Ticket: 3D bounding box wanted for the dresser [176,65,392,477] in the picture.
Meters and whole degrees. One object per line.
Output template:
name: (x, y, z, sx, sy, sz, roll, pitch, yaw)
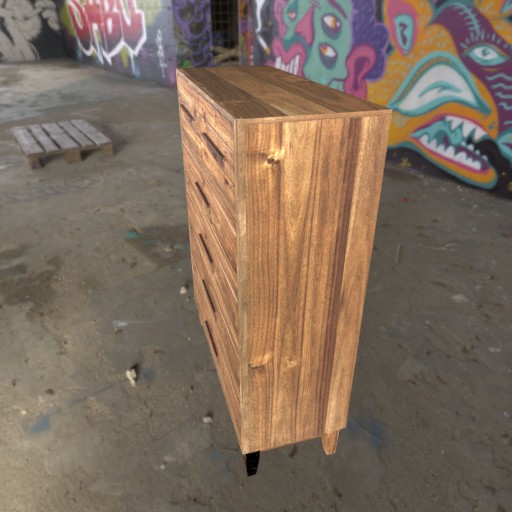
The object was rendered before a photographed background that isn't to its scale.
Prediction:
dresser: (0.000, 0.000, 1.902, 0.442, 1.393, 1.062, -8, 30, -14)
